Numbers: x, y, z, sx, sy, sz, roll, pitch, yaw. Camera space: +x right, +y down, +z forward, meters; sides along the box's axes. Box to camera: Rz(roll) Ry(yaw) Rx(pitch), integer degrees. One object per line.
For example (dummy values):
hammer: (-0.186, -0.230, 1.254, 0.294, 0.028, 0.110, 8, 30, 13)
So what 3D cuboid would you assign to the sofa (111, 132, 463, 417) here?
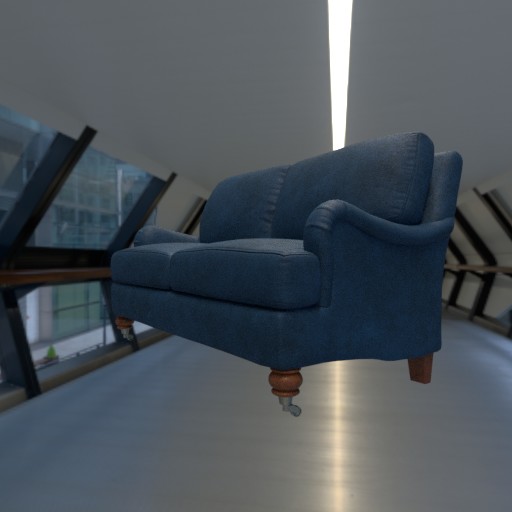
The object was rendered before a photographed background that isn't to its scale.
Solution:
sofa: (0.000, 0.000, 2.436, 1.084, 1.101, 1.853, 0, 0, -35)
